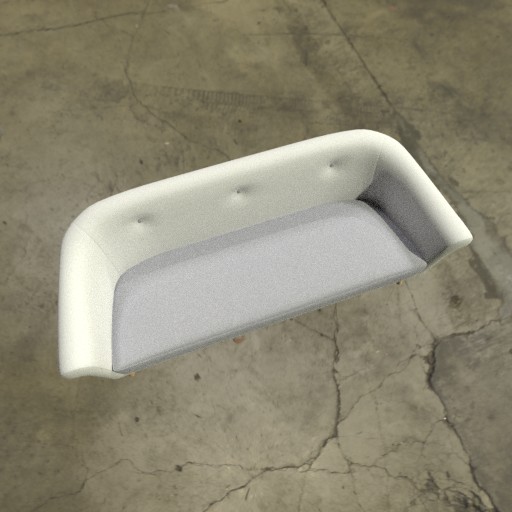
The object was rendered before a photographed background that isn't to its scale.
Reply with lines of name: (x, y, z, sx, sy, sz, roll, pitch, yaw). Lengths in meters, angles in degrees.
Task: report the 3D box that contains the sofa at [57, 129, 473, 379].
sofa: (0.000, 0.000, 2.510, 2.160, 0.795, 0.827, -17, 65, -9)
